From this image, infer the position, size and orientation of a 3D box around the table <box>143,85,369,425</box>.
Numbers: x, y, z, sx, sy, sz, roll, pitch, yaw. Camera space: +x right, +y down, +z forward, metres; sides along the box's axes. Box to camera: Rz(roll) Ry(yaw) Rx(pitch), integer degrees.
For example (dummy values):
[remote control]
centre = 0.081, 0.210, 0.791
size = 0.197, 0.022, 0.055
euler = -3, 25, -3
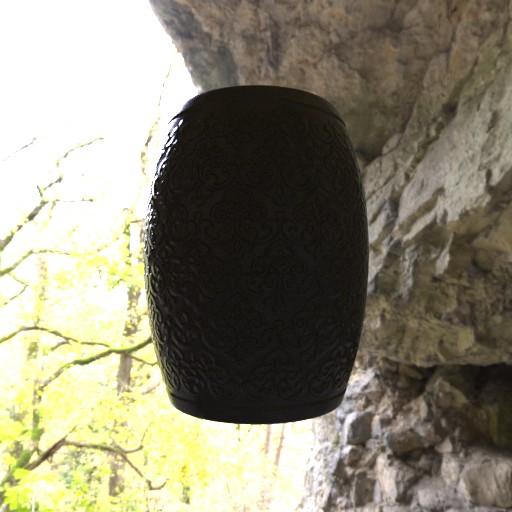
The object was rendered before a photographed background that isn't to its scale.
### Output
[table]
centre = 0.000, 0.000, 0.626
size = 0.309, 0.397, 0.309
euler = 0, -3, 0
